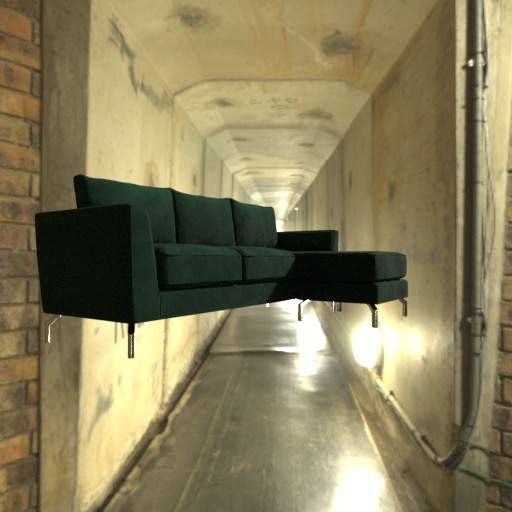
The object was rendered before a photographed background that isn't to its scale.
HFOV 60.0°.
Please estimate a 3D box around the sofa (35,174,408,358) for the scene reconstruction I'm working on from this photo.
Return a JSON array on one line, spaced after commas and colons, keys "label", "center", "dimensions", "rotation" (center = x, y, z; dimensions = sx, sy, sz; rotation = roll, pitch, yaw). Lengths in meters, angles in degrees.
[{"label": "sofa", "center": [0.000, 0.000, 3.167], "dimensions": [1.489, 1.007, 2.441], "rotation": [0, 0, 35]}]
